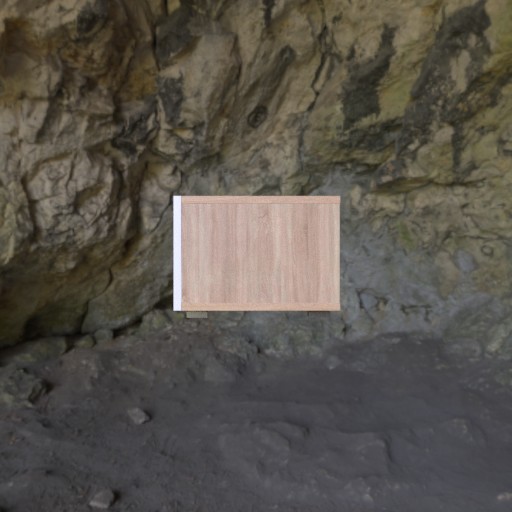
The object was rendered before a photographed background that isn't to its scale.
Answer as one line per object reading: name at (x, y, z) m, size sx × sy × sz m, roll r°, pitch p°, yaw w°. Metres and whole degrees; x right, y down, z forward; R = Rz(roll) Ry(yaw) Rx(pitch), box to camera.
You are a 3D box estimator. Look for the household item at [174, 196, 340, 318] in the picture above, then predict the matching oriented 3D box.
household item at (0.000, 0.000, 2.041) m, size 0.420 × 0.310 × 1.850 m, roll 0°, pitch 0°, yaw 0°
